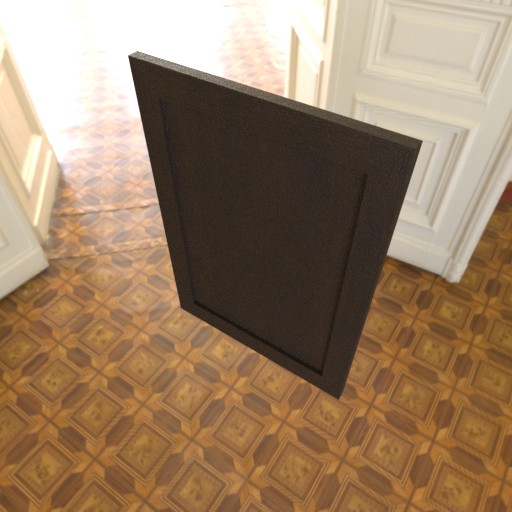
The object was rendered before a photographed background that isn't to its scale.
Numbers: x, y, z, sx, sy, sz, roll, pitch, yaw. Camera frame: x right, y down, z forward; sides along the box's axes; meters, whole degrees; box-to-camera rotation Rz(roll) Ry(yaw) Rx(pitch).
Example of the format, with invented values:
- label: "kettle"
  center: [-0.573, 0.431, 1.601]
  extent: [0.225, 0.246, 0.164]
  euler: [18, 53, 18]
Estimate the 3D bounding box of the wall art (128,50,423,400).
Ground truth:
- label: "wall art"
  center: [0.000, 0.000, 0.660]
  extent: [0.359, 0.513, 0.017]
  euler: [26, 52, 22]
